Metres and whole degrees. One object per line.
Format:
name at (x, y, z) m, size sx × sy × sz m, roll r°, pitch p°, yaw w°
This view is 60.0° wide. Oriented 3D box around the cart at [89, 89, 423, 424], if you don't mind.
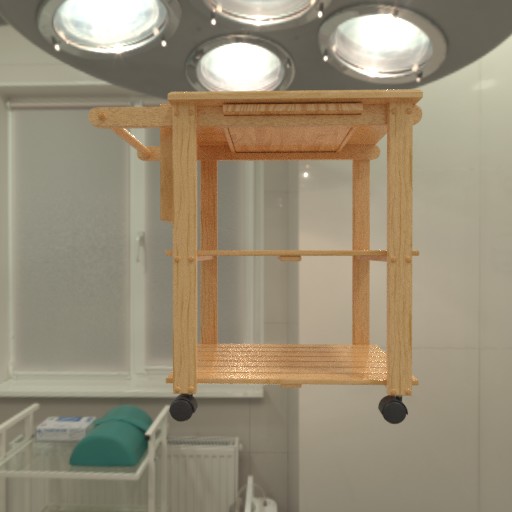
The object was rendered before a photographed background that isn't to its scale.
cart at (0.000, 0.000, 1.331) m, size 0.843 × 0.816 × 0.520 m, roll 0°, pitch 0°, yaw 2°
